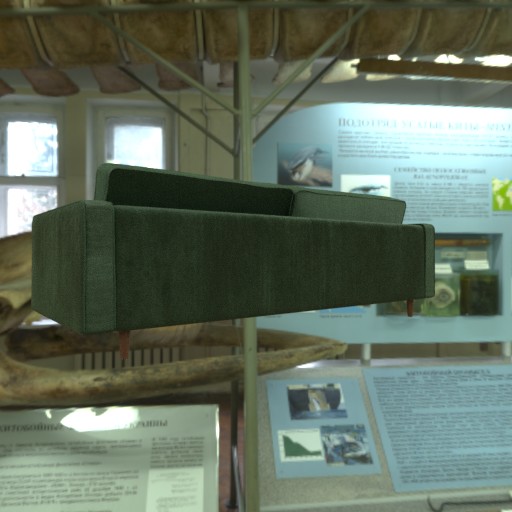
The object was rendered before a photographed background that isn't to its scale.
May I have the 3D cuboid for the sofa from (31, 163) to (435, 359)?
[{"bbox_3d":[0.000,0.000,2.540,2.199,0.769,0.918,0,0,-37],"label":"sofa"}]
